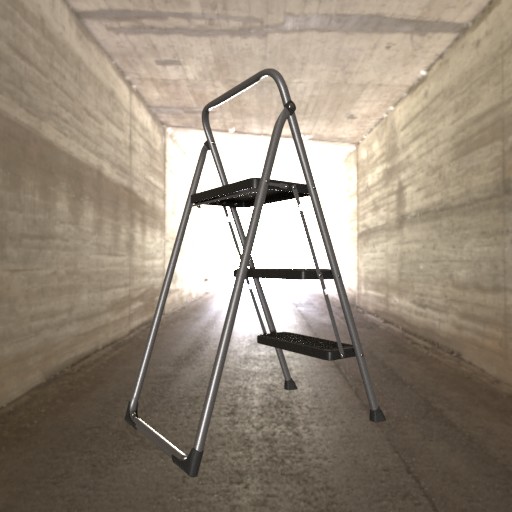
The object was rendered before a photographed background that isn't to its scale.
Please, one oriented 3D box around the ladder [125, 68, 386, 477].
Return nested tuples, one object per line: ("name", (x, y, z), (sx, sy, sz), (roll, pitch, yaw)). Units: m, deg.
("ladder", (0.000, 0.000, 1.281), (0.629, 0.945, 0.430), (1, -1, -35))
